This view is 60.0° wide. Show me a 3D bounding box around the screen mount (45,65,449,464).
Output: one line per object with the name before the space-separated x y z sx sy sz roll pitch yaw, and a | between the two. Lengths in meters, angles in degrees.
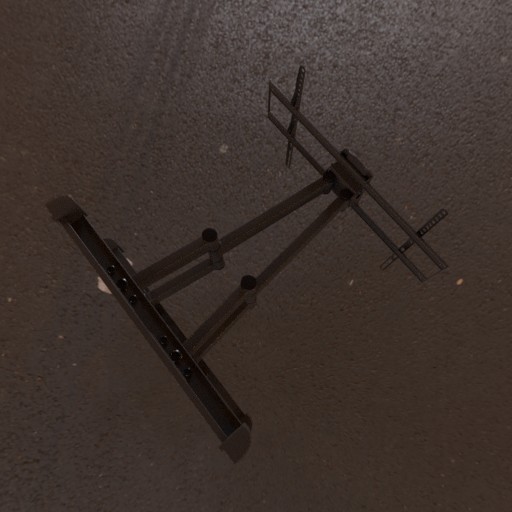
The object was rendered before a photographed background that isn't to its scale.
screen mount | 0.000 0.000 1.130 0.644 0.491 0.661 -38 78 -10
